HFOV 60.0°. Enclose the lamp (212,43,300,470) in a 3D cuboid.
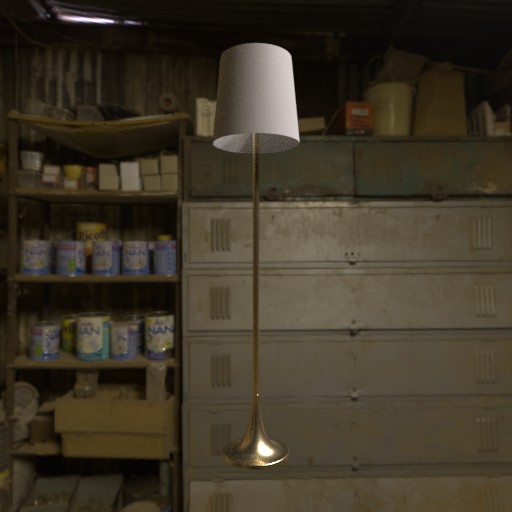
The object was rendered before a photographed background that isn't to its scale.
[{"bbox_3d":[0.000,0.000,1.724,0.337,1.543,0.337,0,1,0],"label":"lamp"}]
